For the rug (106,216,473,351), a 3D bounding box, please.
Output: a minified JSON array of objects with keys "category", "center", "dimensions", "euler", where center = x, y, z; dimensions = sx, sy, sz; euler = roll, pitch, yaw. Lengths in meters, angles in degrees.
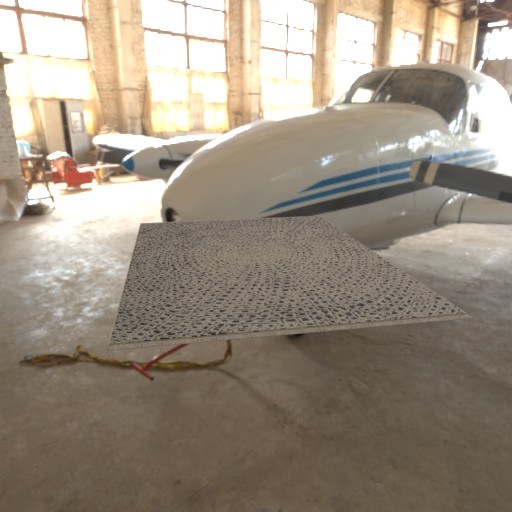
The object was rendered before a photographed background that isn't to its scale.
[{"category":"rug","center":[0.000,0.000,2.158],"dimensions":[1.190,0.003,1.634],"euler":[-3,18,-10]}]
